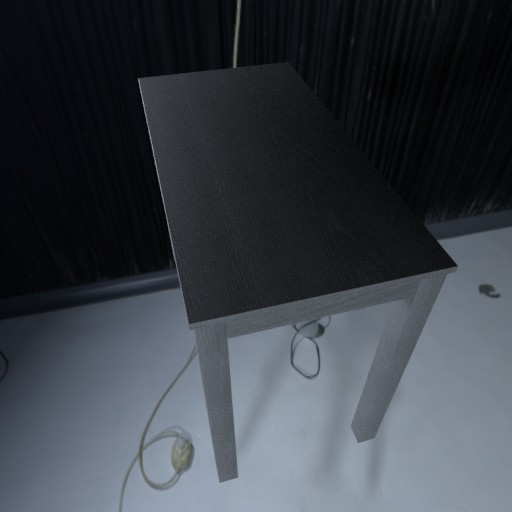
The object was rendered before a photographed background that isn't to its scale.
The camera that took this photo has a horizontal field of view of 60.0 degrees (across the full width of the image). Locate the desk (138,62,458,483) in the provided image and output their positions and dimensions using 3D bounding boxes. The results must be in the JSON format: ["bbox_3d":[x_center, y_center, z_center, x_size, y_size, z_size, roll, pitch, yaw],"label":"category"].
[{"bbox_3d":[0.000,0.000,1.373,0.499,0.762,0.991,-11,46,-11],"label":"desk"}]
